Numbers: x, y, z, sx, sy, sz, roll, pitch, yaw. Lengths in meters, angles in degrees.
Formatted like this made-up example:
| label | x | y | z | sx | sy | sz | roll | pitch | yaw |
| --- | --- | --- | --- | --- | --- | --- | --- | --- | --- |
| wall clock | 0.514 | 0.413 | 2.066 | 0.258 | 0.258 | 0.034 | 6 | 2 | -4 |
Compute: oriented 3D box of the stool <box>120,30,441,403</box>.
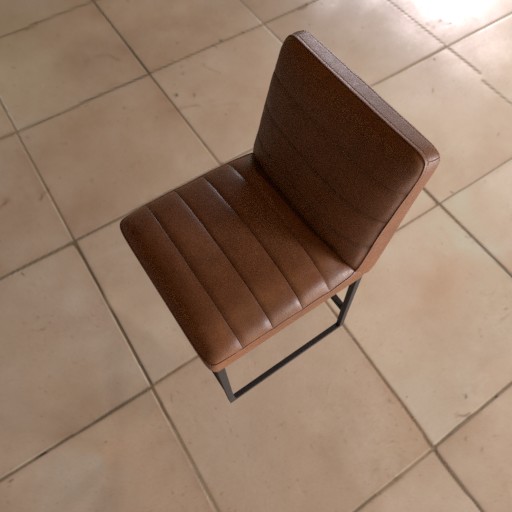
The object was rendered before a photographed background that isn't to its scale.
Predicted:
| label | x | y | z | sx | sy | sz | roll | pitch | yaw |
| --- | --- | --- | --- | --- | --- | --- | --- | --- | --- |
| stool | 0.000 | 0.000 | 1.221 | 0.556 | 0.940 | 0.458 | -31 | 68 | -15 |
